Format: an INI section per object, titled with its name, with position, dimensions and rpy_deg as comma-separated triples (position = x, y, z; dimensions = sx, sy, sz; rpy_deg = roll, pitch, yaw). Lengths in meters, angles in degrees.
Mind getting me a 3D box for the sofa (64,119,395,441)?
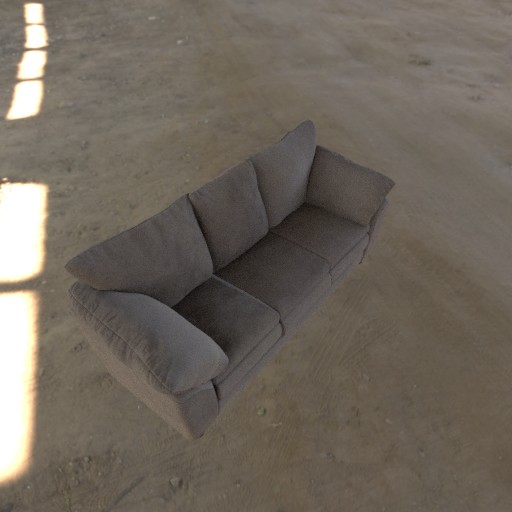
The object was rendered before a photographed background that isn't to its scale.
[sofa]
position = 0.000, 0.000, 2.964
dimensions = 0.878, 1.073, 2.336
rpy_deg = 27, 47, 28
